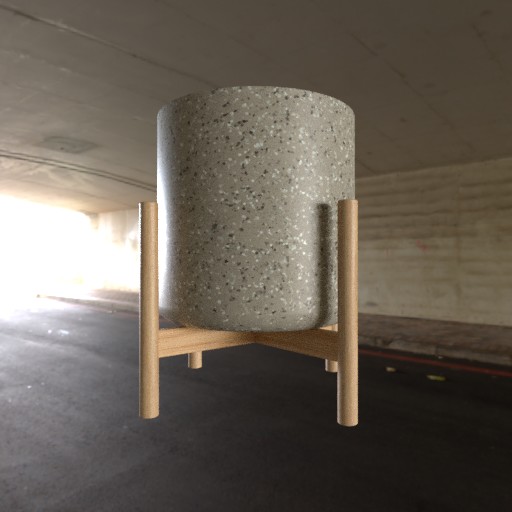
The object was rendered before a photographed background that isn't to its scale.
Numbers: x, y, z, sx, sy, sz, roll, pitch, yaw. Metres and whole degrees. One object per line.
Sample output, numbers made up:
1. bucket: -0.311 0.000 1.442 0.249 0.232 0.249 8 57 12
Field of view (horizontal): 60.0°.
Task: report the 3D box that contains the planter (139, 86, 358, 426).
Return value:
1. planter: 0.000 0.000 0.697 0.360 0.419 0.360 0 0 -17
